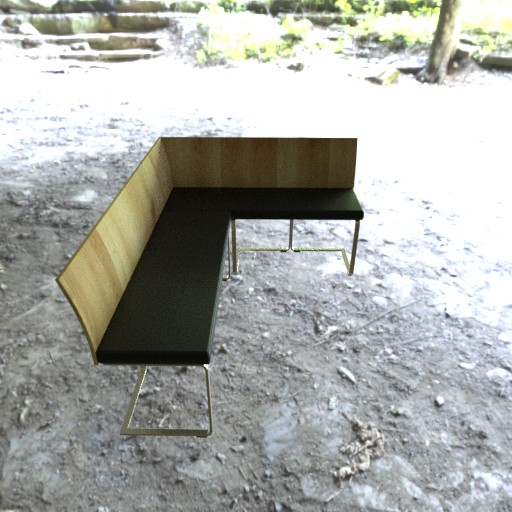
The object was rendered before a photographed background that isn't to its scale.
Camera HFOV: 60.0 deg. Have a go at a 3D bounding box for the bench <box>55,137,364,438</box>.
[{"bbox_3d":[0.000,0.000,2.741,1.495,0.930,1.945,0,31,1],"label":"bench"}]
